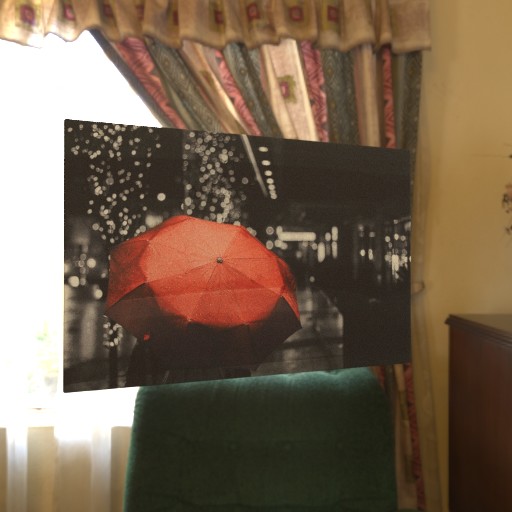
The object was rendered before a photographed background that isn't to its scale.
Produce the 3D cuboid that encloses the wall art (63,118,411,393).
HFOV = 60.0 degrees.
[{"bbox_3d":[0.000,0.000,0.765,0.609,0.406,0.037,0,0,-18],"label":"wall art"}]
